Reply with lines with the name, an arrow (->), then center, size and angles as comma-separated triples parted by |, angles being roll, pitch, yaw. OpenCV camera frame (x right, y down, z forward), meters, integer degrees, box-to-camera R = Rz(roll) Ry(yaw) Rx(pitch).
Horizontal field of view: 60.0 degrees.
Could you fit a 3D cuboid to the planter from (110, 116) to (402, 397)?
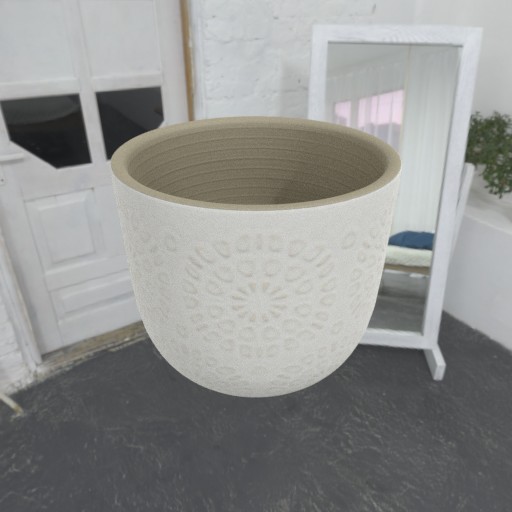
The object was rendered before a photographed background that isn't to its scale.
planter -> 0.000, 0.000, 0.223 | 0.124, 0.109, 0.124 | 0, 31, 0
